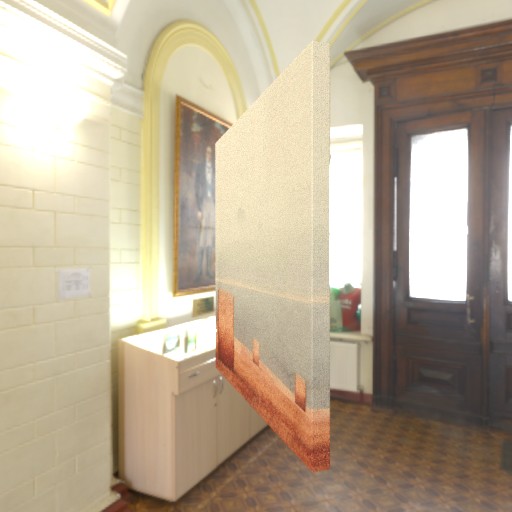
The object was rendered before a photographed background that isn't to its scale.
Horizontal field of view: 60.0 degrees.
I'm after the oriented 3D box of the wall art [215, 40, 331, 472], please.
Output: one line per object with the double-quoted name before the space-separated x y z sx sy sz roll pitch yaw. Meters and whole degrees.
"wall art" 0.000 0.000 0.611 0.023 0.405 0.405 0 0 -18
